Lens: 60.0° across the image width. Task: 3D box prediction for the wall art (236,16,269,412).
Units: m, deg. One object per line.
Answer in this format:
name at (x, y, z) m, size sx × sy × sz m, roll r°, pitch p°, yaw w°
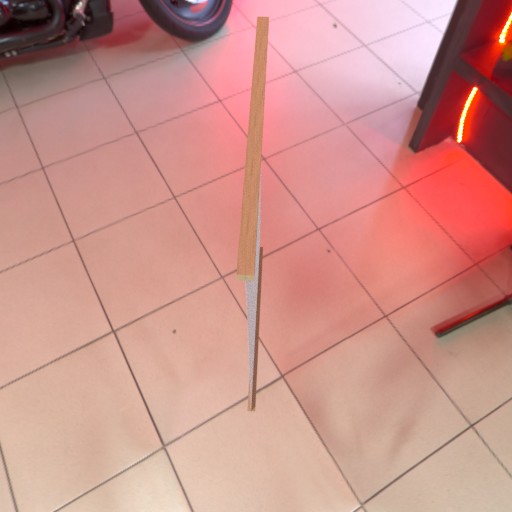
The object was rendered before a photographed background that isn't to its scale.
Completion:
wall art at (0.000, 0.000, 1.899) m, size 0.040 × 1.510 × 0.991 m, roll 2°, pitch 59°, yaw 1°
